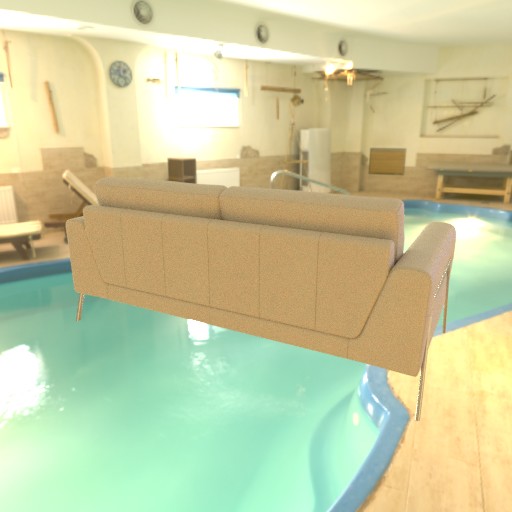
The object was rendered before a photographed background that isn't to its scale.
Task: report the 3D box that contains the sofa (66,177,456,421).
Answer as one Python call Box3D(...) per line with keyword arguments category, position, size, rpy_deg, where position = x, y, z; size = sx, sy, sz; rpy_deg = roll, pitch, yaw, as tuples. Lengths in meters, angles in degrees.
Box3D(category="sofa", position=(0.000, 0.000, 2.531), size=(2.017, 0.875, 0.953), rpy_deg=(9, 19, 27))
